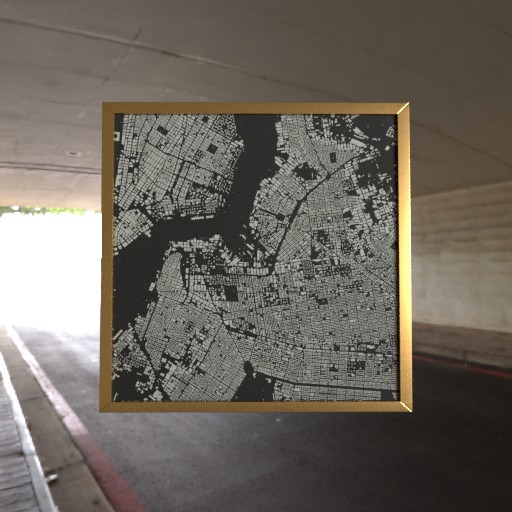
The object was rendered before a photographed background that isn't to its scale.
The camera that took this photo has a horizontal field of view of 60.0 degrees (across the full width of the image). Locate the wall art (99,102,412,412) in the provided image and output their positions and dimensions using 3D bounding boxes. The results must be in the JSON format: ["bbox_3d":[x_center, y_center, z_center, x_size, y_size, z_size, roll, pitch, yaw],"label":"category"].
[{"bbox_3d":[0.000,0.000,0.447,0.305,0.305,0.023,0,-2,0],"label":"wall art"}]
